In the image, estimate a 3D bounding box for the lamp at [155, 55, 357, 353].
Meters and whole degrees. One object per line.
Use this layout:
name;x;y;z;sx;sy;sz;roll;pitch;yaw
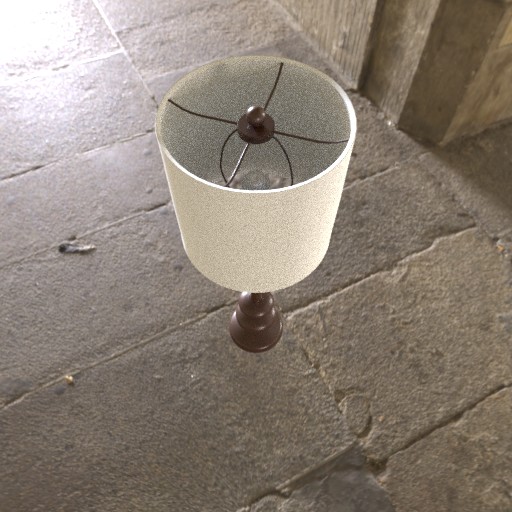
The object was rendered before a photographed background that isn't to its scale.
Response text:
lamp;0.000;0.000;0.841;0.254;0.690;0.254;15;59;9
